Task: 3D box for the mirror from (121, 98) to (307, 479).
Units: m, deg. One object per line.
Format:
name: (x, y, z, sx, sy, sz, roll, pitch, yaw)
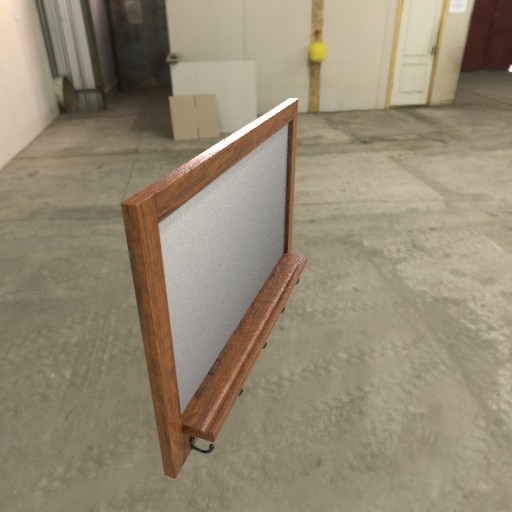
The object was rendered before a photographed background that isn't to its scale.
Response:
mirror: (0.000, 0.000, 0.977, 0.084, 0.537, 0.758, 10, 31, 17)
